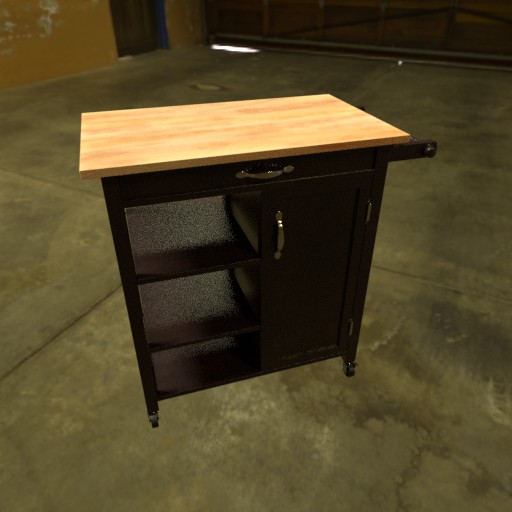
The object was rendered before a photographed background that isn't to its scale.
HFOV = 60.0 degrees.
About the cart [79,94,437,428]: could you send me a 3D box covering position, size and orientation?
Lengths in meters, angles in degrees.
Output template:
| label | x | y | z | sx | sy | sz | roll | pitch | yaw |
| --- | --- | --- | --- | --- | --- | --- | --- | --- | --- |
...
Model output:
| label | x | y | z | sx | sy | sz | roll | pitch | yaw |
| --- | --- | --- | --- | --- | --- | --- | --- | --- | --- |
| cart | 0.000 | 0.000 | 1.453 | 0.914 | 0.878 | 0.472 | -10 | 34 | -15 |
